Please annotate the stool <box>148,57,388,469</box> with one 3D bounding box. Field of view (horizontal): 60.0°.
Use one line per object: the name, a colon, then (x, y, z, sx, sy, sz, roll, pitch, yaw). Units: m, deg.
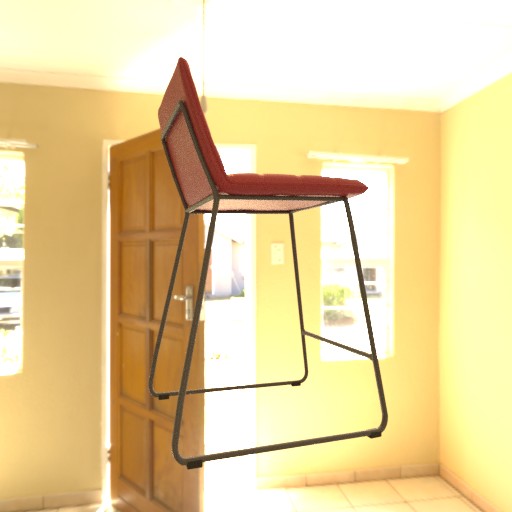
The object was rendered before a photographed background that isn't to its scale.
stool: (0.000, 0.000, 1.201, 0.524, 0.866, 0.489, 0, 0, -19)
